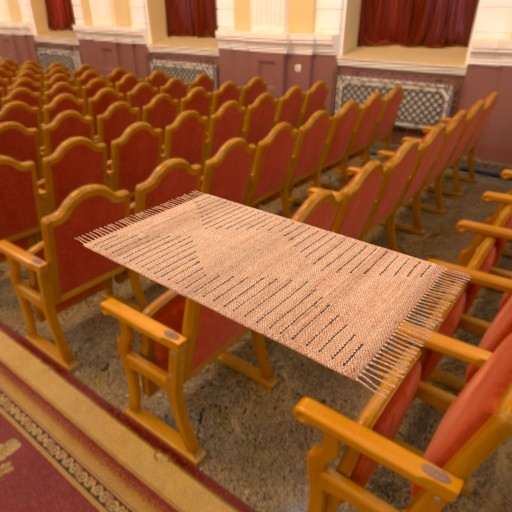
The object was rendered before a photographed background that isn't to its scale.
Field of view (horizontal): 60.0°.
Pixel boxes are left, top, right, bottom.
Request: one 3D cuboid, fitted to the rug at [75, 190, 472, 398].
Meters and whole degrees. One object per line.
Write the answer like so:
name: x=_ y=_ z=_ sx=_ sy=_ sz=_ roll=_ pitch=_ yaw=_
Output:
rug: x=0.000 y=0.000 z=2.097 sx=1.718 sy=0.017 sz=0.905 roll=21 pitch=35 yaw=33
